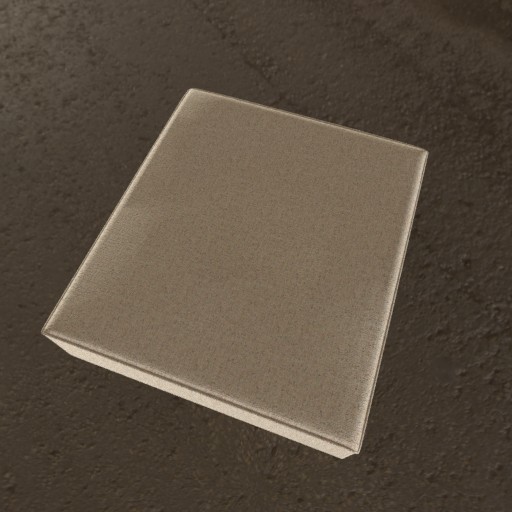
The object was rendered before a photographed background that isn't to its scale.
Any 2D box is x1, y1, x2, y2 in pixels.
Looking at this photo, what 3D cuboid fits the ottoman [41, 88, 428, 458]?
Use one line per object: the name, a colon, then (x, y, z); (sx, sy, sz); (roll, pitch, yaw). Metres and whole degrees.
ottoman: (0.000, 0.000, 1.239); (0.736, 0.303, 0.835); (18, 63, 9)
